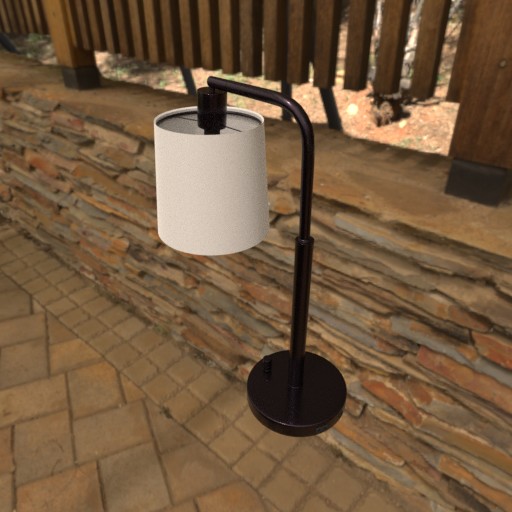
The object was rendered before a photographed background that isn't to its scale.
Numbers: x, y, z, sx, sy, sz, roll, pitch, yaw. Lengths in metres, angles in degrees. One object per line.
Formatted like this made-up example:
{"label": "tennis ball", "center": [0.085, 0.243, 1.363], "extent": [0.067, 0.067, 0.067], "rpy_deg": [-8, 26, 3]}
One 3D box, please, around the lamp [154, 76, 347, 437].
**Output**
{"label": "lamp", "center": [0.000, 0.000, 0.659], "extent": [0.333, 0.489, 0.171], "rpy_deg": [21, 37, 31]}
